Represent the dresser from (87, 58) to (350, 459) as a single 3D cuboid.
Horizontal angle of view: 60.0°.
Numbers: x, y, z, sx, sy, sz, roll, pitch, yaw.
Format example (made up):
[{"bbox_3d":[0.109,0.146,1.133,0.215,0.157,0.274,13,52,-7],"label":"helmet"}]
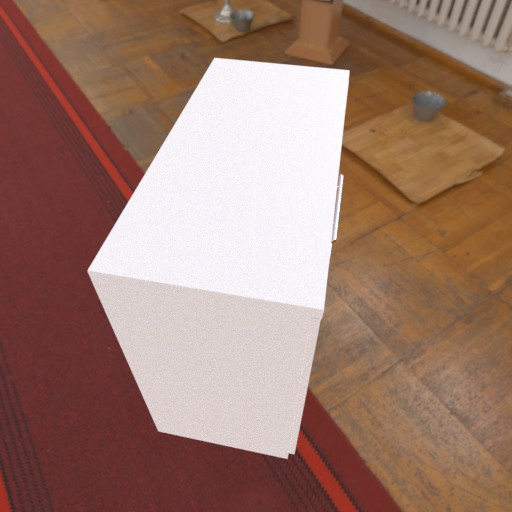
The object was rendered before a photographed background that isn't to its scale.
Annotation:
[{"bbox_3d":[0.000,0.000,1.276,0.420,0.740,0.830,9,49,8],"label":"dresser"}]
